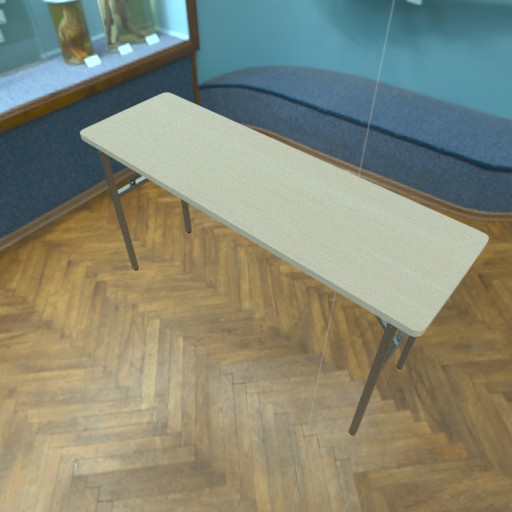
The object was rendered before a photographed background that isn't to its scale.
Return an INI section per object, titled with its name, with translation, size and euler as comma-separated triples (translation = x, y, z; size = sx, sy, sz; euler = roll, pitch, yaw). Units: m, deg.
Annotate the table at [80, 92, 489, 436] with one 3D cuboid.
[table]
translation = 0.000, 0.000, 1.736
size = 1.397, 0.750, 0.446
euler = 32, 53, 27
